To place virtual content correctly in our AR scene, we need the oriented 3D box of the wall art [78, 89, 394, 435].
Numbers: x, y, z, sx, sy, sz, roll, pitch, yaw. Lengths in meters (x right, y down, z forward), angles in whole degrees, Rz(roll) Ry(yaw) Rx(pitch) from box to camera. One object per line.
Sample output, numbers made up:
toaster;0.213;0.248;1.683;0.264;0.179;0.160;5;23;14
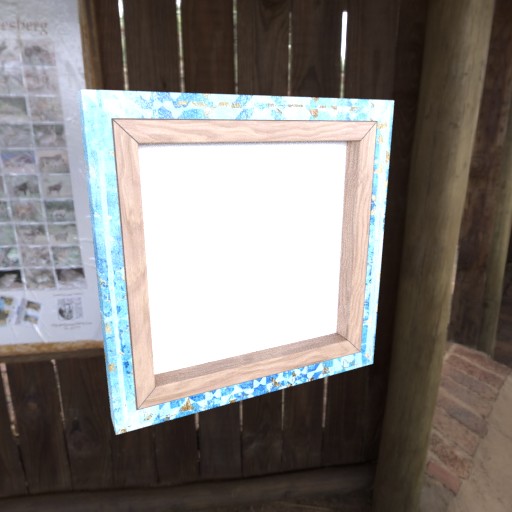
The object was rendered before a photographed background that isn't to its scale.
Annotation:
wall art;0.000;0.000;0.597;0.405;0.405;0.037;-7;18;-25
